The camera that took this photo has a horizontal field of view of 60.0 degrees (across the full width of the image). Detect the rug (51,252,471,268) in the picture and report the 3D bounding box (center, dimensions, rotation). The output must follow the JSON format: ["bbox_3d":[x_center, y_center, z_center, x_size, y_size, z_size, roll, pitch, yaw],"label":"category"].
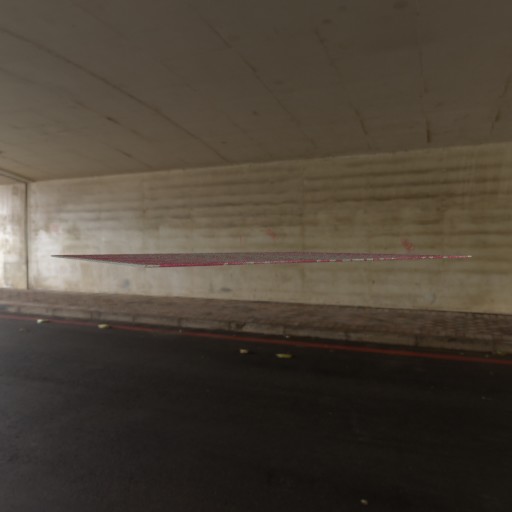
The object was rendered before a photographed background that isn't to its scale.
[{"bbox_3d":[0.000,0.000,4.098,3.095,0.016,2.441,-1,2,-35],"label":"rug"}]
